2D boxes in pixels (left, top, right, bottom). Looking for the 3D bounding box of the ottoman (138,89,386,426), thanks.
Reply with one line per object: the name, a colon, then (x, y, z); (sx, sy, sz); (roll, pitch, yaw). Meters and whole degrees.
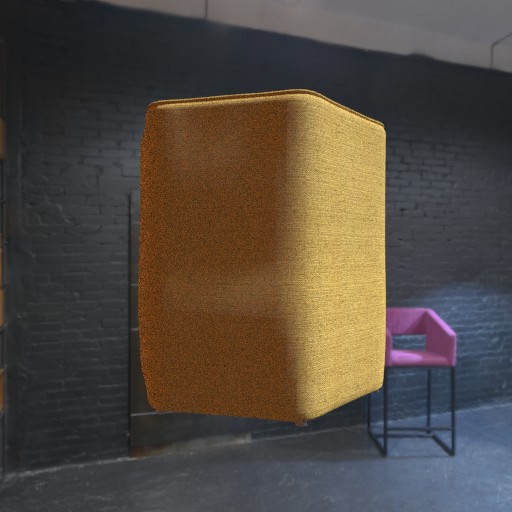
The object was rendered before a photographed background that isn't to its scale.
ottoman: (0.000, 0.000, 0.874); (0.443, 0.502, 0.494); (0, 0, -17)
